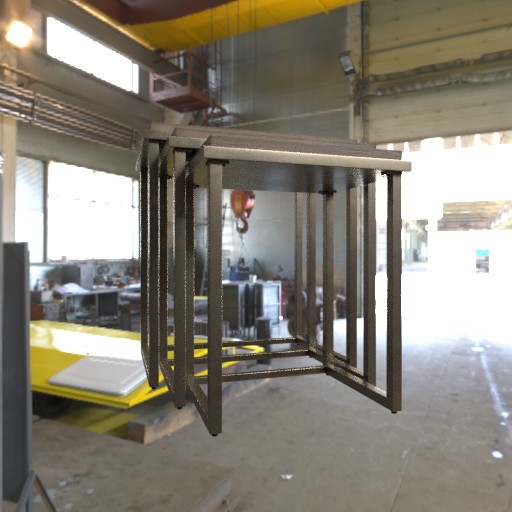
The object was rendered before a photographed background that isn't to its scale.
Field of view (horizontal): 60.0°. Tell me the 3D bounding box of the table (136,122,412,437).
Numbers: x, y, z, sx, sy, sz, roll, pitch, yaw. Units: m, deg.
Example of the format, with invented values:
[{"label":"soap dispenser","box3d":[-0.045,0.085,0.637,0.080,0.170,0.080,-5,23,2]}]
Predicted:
[{"label":"table","box3d":[0.000,0.000,1.123,0.559,0.610,0.706,0,0,-18]}]
